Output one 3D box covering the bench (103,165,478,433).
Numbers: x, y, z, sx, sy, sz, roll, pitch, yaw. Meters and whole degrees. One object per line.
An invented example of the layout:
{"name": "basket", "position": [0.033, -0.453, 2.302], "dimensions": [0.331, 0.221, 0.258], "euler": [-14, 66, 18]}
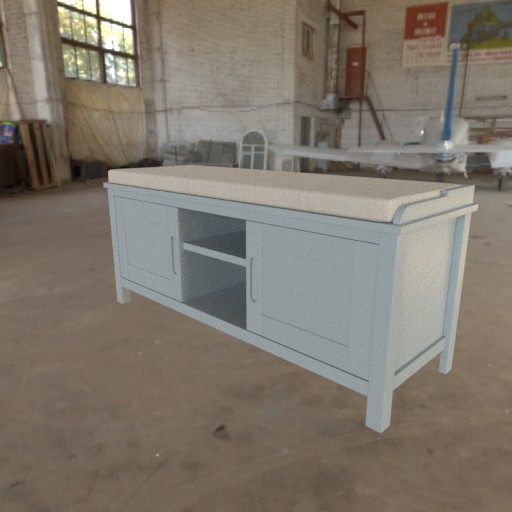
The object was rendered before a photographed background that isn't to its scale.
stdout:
{"name": "bench", "position": [0.000, 0.000, 1.390], "dimensions": [1.140, 0.501, 0.398], "euler": [14, 21, 42]}
